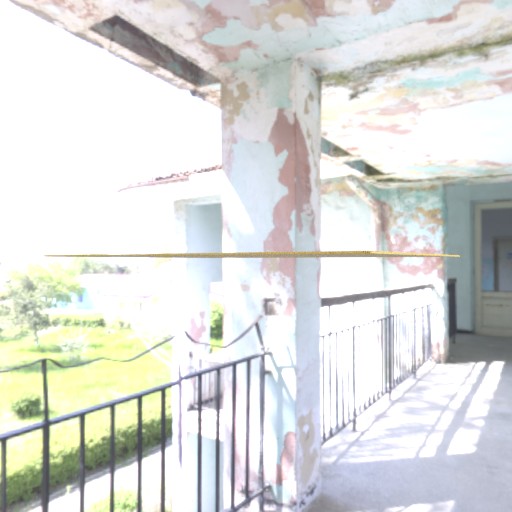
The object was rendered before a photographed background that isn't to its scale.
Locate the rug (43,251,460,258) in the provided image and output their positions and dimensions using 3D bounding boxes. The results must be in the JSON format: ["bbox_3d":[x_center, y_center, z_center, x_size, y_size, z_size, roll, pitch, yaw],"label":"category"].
[{"bbox_3d":[0.000,0.000,4.346,3.242,0.015,2.486,0,-1,35],"label":"rug"}]
